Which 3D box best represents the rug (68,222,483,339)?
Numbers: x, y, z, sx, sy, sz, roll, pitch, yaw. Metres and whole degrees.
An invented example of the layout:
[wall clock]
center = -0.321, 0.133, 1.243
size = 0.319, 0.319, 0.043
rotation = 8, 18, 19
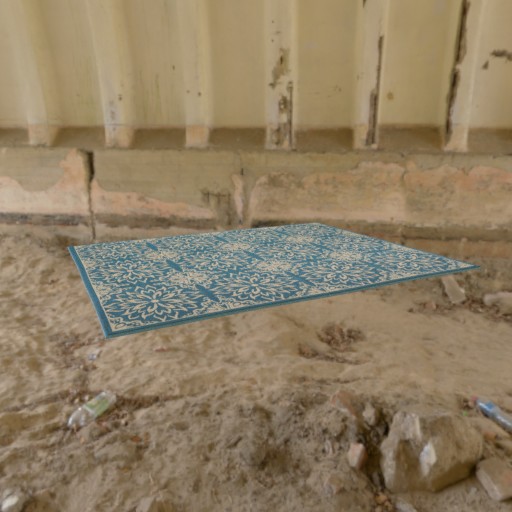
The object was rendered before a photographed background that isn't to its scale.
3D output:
[rug]
center = 0.000, 0.000, 3.979
size = 2.964, 0.018, 2.350
rotation = -7, 16, -26
